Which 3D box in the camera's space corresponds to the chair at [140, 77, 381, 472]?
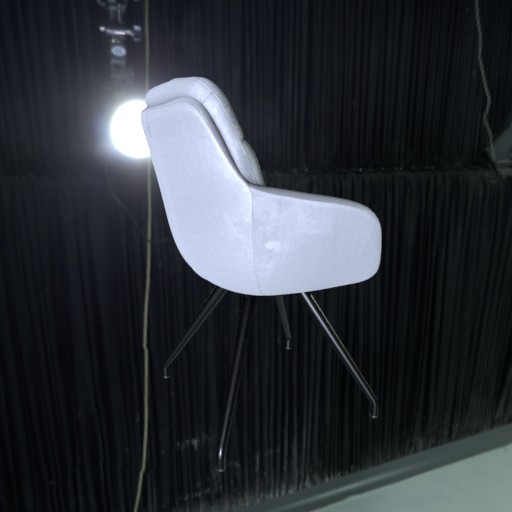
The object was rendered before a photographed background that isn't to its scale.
[{"bbox_3d":[0.000,0.000,1.245,0.569,0.888,0.579,-7,16,-26],"label":"chair"}]
